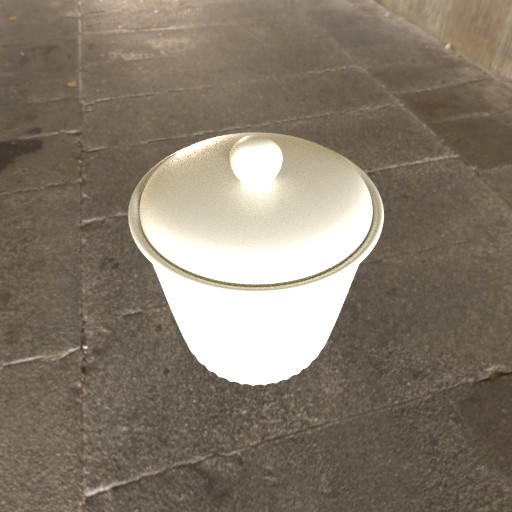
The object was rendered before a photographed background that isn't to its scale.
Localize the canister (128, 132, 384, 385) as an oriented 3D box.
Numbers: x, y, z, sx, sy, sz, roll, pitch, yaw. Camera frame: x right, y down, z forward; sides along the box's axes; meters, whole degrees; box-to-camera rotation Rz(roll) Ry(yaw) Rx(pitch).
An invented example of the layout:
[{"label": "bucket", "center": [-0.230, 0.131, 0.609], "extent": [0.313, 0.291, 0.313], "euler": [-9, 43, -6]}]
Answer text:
[{"label": "canister", "center": [0.000, 0.000, 0.361], "extent": [0.181, 0.211, 0.181], "euler": [0, 45, 0]}]
